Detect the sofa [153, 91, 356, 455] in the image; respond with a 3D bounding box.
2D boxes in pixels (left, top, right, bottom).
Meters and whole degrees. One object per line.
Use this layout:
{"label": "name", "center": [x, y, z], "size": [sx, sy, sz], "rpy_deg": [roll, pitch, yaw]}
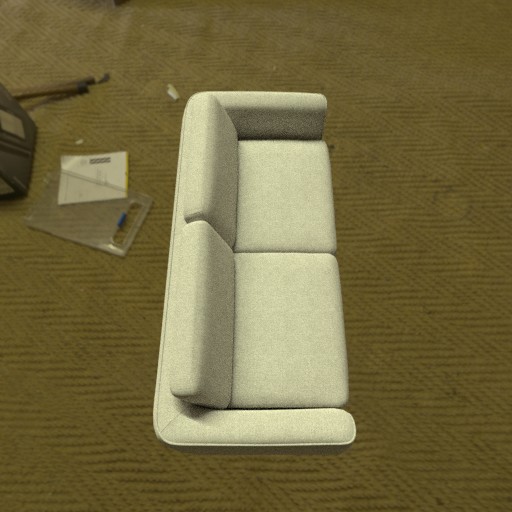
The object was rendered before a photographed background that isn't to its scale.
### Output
{"label": "sofa", "center": [0.000, 0.000, 2.438], "size": [0.920, 0.850, 2.000], "rpy_deg": [0, 64, 0]}
